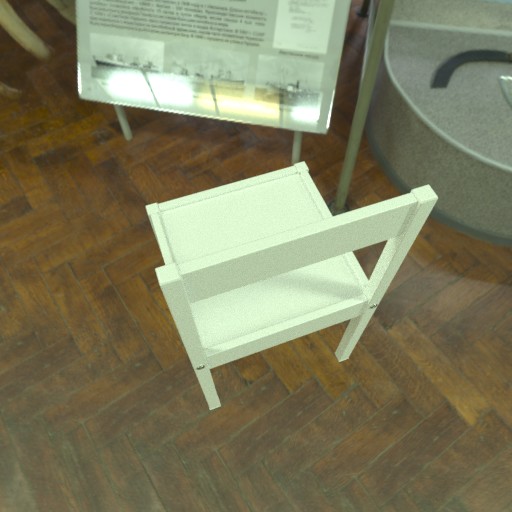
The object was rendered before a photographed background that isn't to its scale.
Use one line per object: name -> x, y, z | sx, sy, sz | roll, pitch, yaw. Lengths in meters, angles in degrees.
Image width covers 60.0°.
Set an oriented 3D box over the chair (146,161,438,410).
chair -> 0.000, 0.000, 0.698 | 0.285, 0.505, 0.285 | -17, 61, -10
